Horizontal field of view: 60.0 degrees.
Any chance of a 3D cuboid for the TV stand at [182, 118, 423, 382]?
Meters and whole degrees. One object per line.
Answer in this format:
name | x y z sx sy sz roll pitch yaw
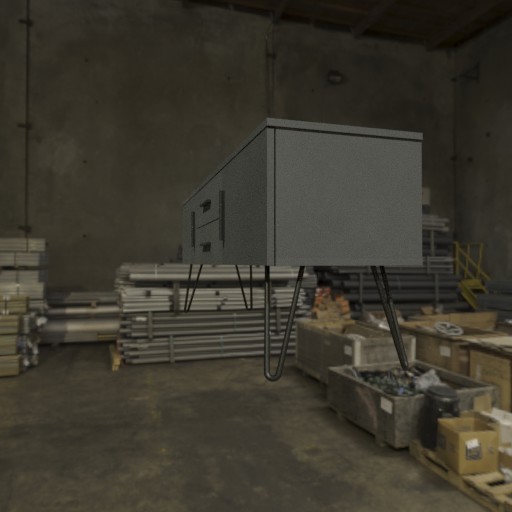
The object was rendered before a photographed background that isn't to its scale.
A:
TV stand | 0.000 0.000 1.652 0.400 0.560 1.400 0 -1 -17
